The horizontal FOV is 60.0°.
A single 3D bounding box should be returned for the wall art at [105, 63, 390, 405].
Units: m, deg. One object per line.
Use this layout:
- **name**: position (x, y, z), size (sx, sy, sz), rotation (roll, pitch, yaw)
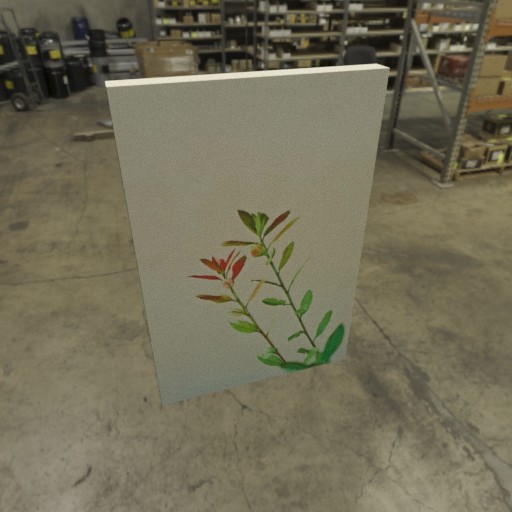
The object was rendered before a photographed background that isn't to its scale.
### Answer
- **wall art**: position (0.000, 0.000, 0.790), size (0.408, 0.611, 0.038), rotation (-10, 34, -15)
